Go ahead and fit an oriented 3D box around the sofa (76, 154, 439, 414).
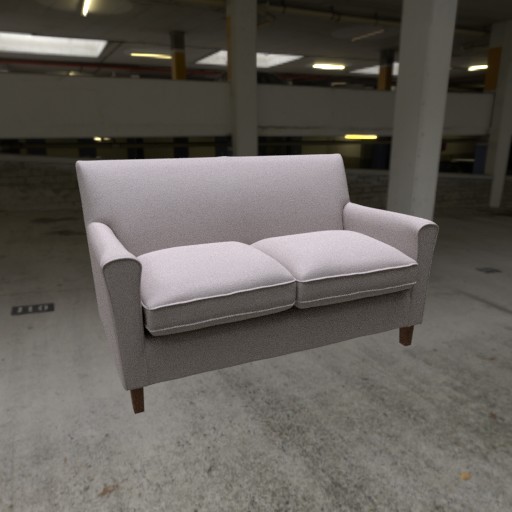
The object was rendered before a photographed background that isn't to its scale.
[{"bbox_3d":[0.000,0.000,2.125,1.482,0.890,0.888,-7,17,-23],"label":"sofa"}]
